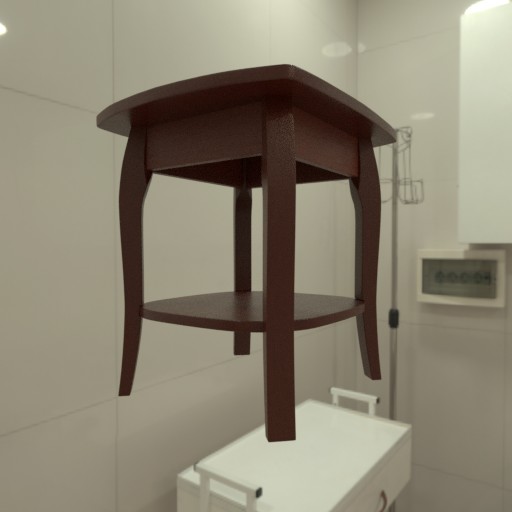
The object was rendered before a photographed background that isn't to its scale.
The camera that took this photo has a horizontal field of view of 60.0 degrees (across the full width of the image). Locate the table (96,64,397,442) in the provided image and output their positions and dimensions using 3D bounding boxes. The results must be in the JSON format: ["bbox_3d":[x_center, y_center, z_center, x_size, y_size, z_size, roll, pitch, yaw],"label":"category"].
[{"bbox_3d":[0.000,0.000,0.848,0.433,0.496,0.502,1,2,35],"label":"table"}]
